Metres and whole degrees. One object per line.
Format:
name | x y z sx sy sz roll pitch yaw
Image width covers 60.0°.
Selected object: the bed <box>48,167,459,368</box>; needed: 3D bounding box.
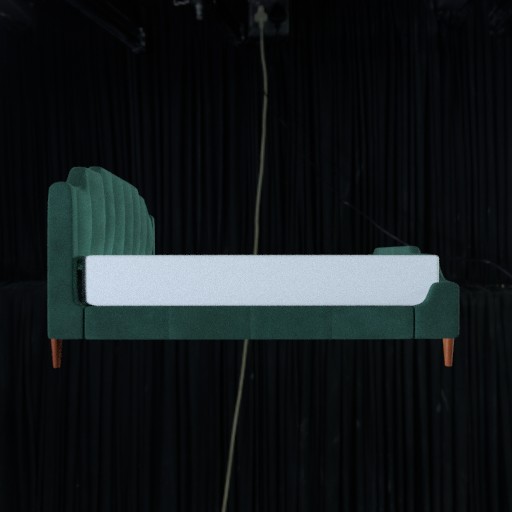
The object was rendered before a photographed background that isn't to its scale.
bed | 0.000 0.000 3.502 2.340 1.245 2.074 0 0 -1
